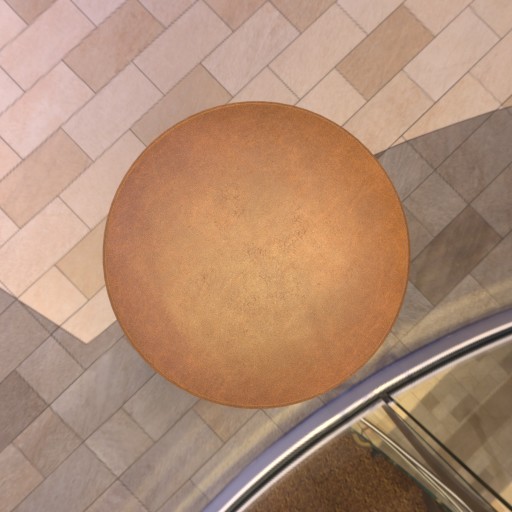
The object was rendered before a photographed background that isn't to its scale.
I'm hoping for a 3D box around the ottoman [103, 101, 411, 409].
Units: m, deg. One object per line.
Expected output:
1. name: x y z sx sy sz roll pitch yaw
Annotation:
1. ottoman: 0.000 0.000 1.016 0.607 0.438 0.607 0 88 -1
